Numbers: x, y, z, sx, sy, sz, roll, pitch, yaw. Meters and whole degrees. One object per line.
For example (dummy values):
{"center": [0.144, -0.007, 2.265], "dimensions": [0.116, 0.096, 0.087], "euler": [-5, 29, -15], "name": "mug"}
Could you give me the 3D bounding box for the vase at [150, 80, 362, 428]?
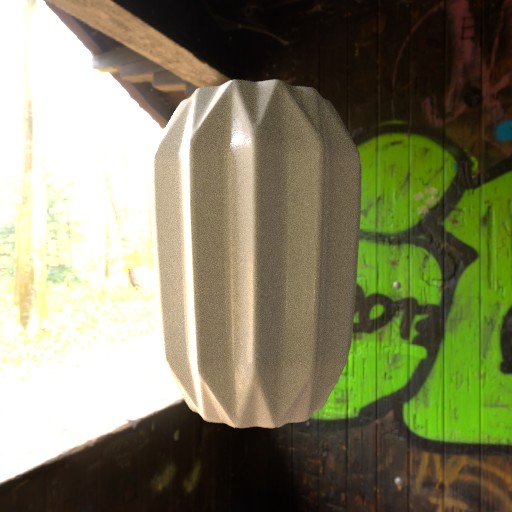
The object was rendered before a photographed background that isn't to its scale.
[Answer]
{"center": [0.000, 0.000, 0.408], "dimensions": [0.195, 0.275, 0.195], "euler": [0, 0, 0], "name": "vase"}
